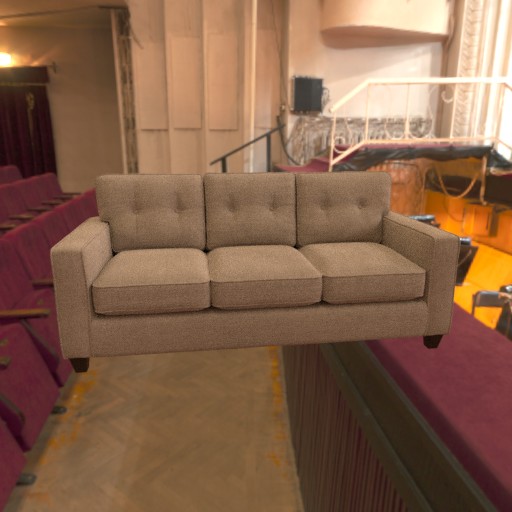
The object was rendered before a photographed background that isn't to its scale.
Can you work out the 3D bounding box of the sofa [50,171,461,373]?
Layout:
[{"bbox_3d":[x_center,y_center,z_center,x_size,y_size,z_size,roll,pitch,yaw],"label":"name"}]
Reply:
[{"bbox_3d":[0.000,0.000,2.704,2.133,0.965,0.939,-2,15,-8],"label":"sofa"}]
